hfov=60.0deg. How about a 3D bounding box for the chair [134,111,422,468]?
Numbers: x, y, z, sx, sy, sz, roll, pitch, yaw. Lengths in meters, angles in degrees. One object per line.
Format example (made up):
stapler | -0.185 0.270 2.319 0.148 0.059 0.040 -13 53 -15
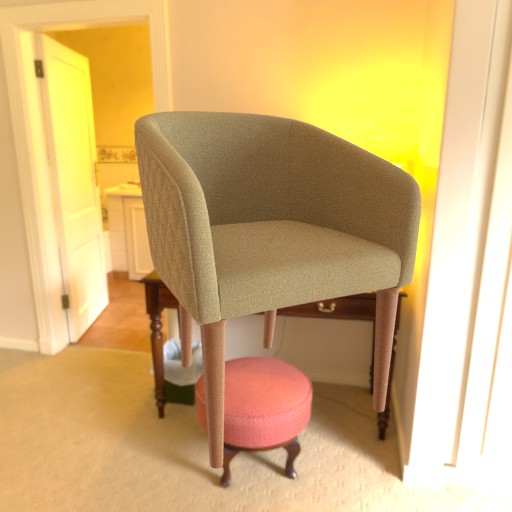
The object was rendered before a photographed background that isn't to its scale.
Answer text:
chair | 0.000 0.000 1.199 0.584 0.775 0.616 -7 16 -26
